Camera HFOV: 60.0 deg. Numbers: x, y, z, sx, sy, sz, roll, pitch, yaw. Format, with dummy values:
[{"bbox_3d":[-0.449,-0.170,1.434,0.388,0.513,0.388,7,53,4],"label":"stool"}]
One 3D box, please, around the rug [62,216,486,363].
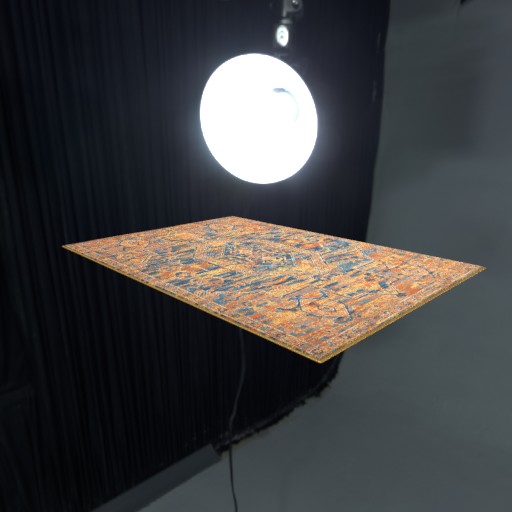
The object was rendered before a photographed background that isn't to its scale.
[{"bbox_3d":[0.000,0.000,3.680,2.043,0.019,2.916,-15,22,-42],"label":"rug"}]
